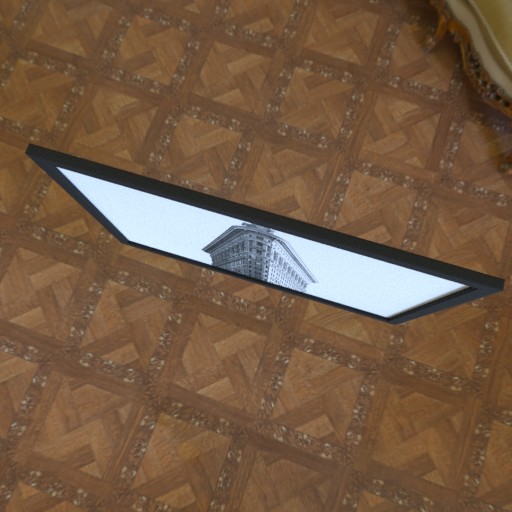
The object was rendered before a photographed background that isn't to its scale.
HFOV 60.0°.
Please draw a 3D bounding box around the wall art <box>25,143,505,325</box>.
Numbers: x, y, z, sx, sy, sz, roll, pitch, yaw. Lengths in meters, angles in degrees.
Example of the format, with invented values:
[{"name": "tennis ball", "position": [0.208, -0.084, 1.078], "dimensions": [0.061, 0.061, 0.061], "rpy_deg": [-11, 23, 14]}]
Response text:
[{"name": "wall art", "position": [0.000, 0.000, 1.178], "dimensions": [0.964, 0.659, 0.049], "rpy_deg": [18, 76, 4]}]
